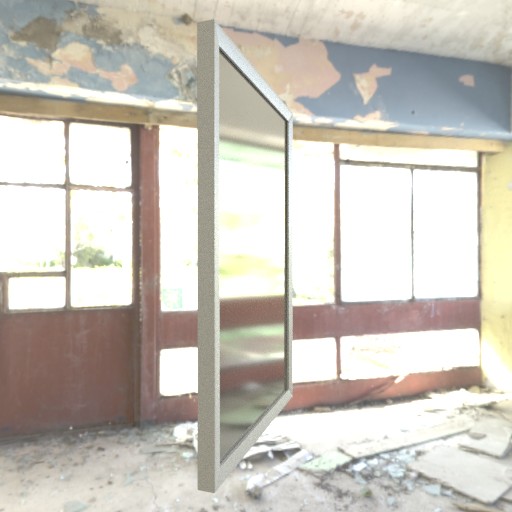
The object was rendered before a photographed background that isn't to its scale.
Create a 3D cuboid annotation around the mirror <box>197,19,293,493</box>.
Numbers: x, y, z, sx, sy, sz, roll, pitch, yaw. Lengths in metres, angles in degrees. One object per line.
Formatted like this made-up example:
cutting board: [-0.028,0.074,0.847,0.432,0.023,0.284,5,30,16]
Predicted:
mirror: [0.000,0.000,1.149,0.041,0.914,0.609,0,0,19]
